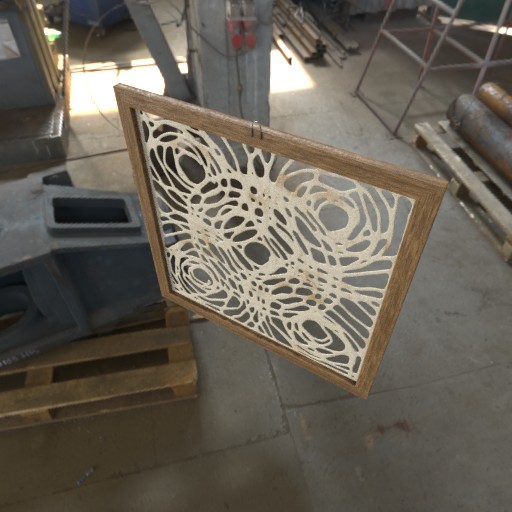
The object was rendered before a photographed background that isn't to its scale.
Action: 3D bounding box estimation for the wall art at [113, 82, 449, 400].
[{"bbox_3d":[0.000,0.000,0.852,0.561,0.576,0.021,23,50,21],"label":"wall art"}]
